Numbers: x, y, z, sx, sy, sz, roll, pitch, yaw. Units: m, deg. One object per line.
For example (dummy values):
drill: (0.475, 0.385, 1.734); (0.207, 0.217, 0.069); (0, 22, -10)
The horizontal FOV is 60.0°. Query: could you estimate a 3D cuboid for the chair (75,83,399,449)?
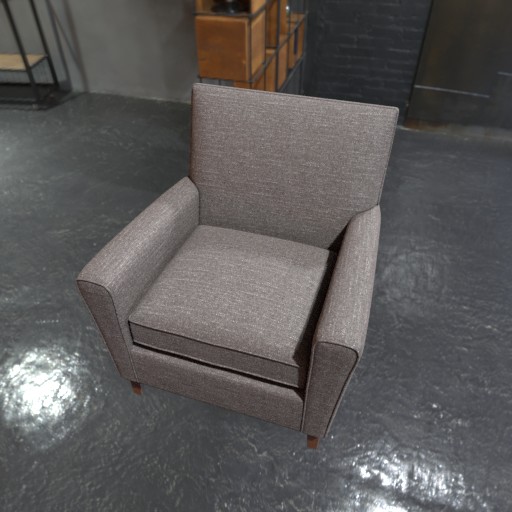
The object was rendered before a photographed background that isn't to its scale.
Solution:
chair: (0.000, 0.000, 1.598); (0.838, 0.885, 0.875); (12, 42, 14)
